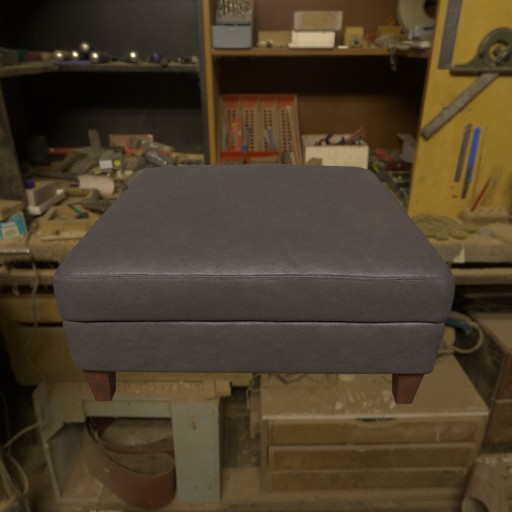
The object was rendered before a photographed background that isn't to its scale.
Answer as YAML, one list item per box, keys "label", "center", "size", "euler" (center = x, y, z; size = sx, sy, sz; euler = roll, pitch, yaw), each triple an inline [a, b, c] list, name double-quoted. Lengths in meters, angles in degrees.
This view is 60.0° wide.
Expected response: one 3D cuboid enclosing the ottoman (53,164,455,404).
- label: "ottoman"
  center: [0.000, 0.000, 1.307]
  size: [0.844, 0.415, 0.836]
  euler: [0, 26, 1]
